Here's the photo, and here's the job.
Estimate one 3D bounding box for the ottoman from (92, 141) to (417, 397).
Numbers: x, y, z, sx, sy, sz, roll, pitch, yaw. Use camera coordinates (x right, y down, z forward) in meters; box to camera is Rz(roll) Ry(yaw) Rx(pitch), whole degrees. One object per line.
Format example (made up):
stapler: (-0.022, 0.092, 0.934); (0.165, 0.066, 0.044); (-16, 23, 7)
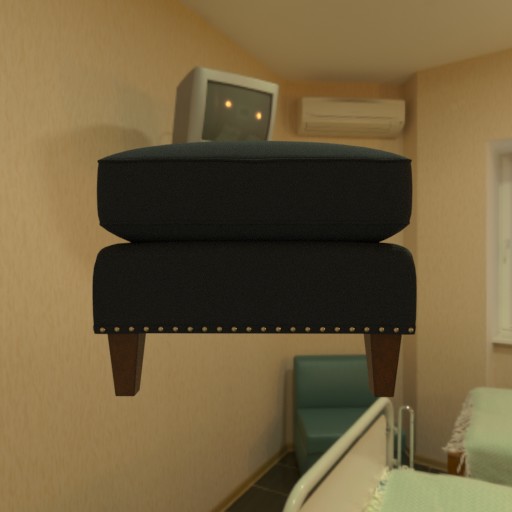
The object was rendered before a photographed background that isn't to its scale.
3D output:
ottoman: (0.000, 0.000, 1.148); (0.584, 0.513, 0.741); (0, 0, 1)
